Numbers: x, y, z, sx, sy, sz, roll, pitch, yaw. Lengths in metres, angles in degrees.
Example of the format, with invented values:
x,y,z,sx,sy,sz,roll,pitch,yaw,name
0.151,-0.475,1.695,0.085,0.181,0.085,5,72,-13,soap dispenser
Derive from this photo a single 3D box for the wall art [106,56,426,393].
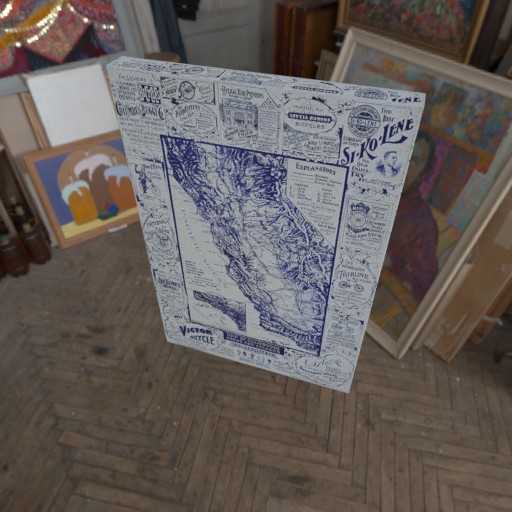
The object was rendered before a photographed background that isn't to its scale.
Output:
x,y,z,sx,sy,sz,roll,pitch,yaw,name
0.000,0.000,0.473,0.255,0.376,0.025,13,44,14,wall art
